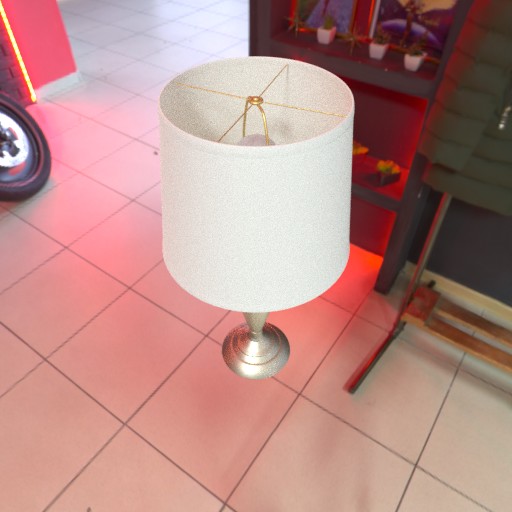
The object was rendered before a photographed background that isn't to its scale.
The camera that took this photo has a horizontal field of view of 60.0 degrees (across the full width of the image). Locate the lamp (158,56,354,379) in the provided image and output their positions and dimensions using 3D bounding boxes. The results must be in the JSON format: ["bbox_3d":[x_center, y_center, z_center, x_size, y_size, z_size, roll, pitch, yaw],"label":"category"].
[{"bbox_3d":[0.000,0.000,0.817,0.328,0.619,0.328,0,45,0],"label":"lamp"}]
